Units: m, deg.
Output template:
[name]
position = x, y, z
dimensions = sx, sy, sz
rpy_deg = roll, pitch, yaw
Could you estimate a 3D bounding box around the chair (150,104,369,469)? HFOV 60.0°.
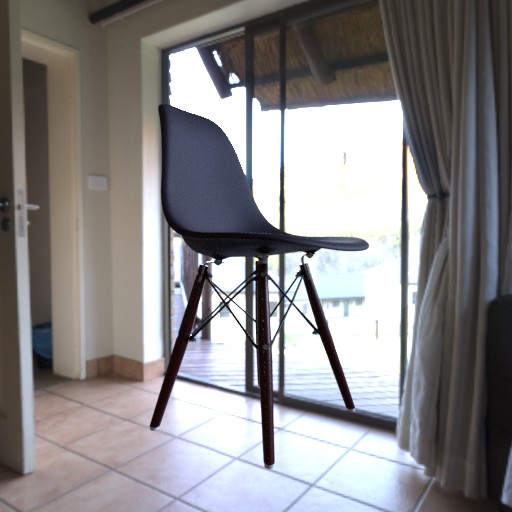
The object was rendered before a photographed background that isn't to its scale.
[chair]
position = 0.000, 0.000, 1.126
dimensions = 0.533, 0.826, 0.470
rpy_deg = 1, 1, 36
